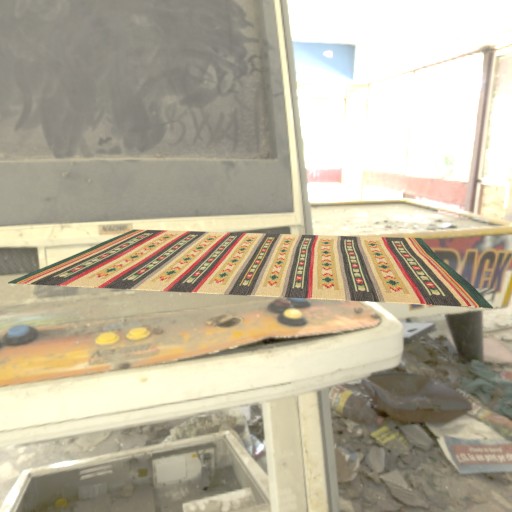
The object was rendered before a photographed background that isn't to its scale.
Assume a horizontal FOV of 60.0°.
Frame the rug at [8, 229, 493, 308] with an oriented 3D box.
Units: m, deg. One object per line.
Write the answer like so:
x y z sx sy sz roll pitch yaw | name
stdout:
0.000 0.000 2.800 2.311 0.010 1.522 2 14 9 | rug
